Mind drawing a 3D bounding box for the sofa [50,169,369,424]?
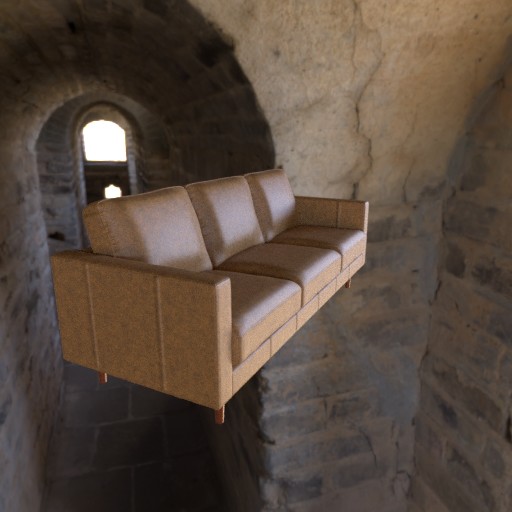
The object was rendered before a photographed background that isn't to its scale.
[{"bbox_3d":[0.000,0.000,2.772,0.903,0.930,2.231,8,18,26],"label":"sofa"}]
